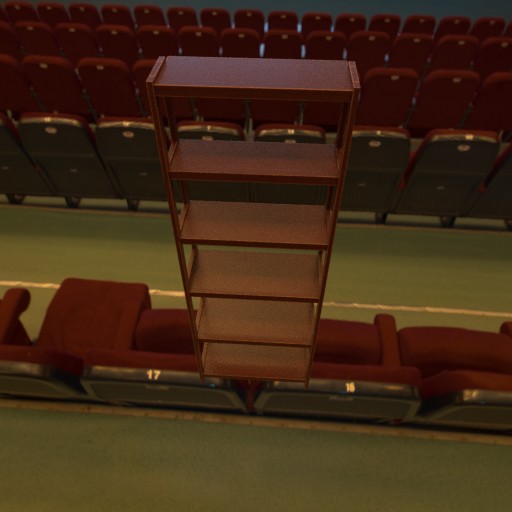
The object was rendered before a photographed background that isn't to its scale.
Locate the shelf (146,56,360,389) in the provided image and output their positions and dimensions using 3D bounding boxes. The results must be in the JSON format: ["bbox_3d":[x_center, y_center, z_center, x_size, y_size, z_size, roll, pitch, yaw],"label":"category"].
[{"bbox_3d":[0.000,0.000,2.162,0.660,1.892,0.381,3,46,3],"label":"shelf"}]
